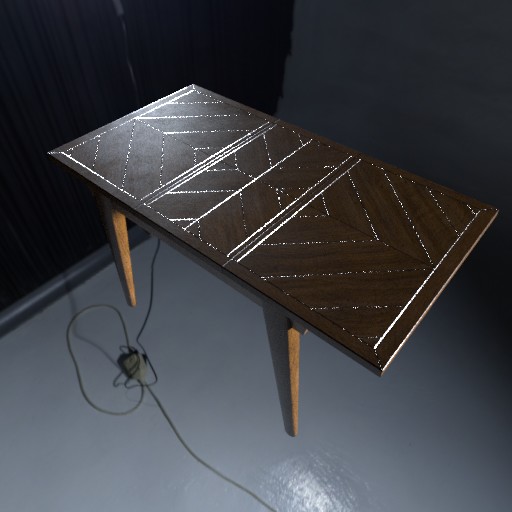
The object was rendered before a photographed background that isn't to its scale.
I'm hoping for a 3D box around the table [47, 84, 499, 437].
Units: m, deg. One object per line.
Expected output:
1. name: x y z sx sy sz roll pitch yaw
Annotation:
1. table: 0.000 0.000 1.804 1.400 0.760 0.757 31 53 27
